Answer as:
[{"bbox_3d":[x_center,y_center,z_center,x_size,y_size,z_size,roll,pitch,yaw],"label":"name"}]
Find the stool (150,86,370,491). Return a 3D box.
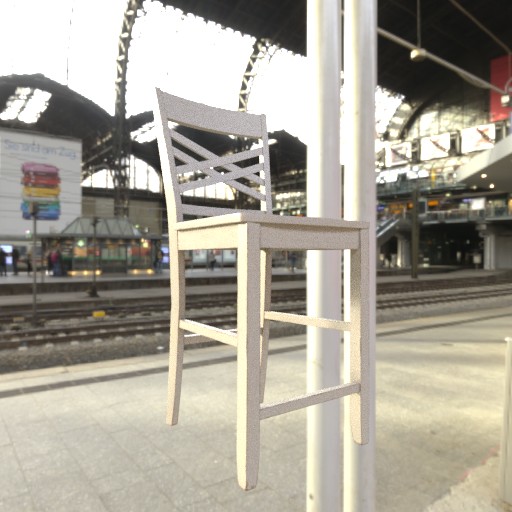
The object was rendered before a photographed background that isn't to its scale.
[{"bbox_3d":[0.000,0.000,1.353,0.462,1.079,0.539,0,0,-37],"label":"stool"}]
